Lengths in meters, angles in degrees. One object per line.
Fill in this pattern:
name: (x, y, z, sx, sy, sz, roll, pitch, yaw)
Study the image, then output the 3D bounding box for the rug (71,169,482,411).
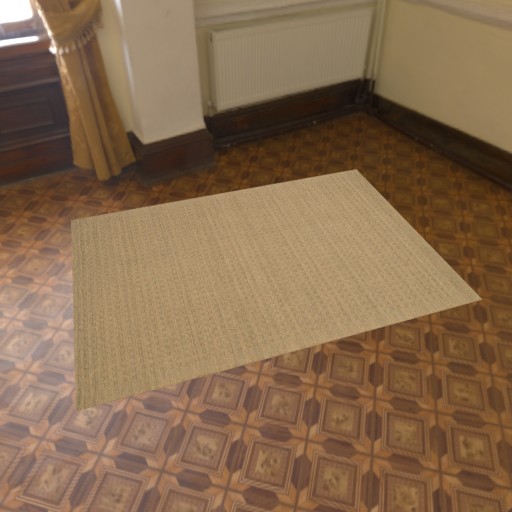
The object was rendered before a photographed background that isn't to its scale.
rug: (0.000, 0.000, 3.670, 2.895, 0.006, 1.981, -12, 43, -14)
